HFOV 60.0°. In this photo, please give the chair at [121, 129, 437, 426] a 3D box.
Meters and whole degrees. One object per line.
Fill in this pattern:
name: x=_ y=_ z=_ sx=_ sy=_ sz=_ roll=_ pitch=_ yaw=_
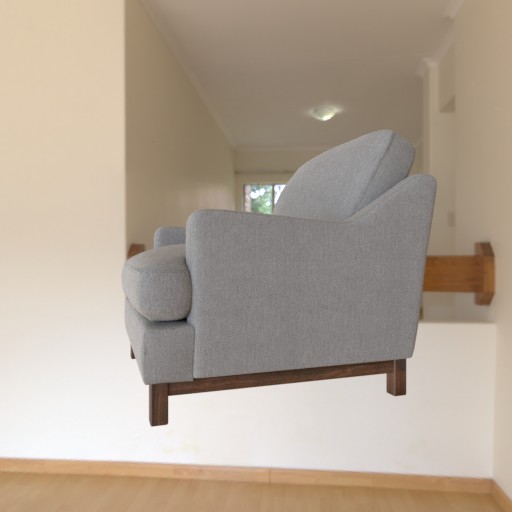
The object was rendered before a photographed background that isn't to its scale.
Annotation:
chair: x=0.000 y=0.000 z=1.563 sx=0.892 sy=0.821 sz=0.826 roll=0 pitch=0 yaw=-19
